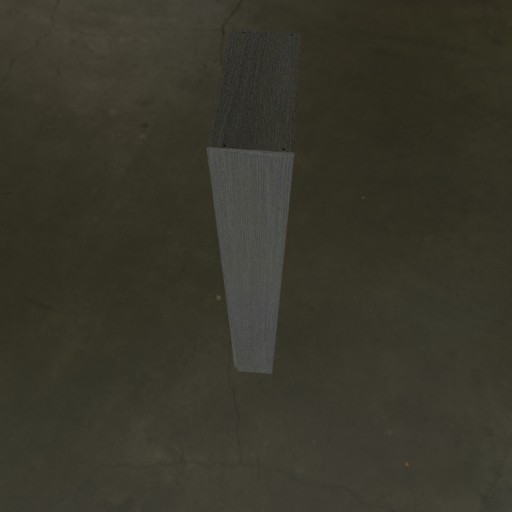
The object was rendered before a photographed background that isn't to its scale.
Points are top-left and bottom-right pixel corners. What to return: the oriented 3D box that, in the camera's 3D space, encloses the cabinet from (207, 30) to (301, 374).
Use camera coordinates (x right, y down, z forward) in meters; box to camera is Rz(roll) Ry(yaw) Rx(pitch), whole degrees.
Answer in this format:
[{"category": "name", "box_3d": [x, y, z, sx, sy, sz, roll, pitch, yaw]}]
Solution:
[{"category": "cabinet", "box_3d": [0.000, 0.000, 1.978, 0.230, 1.790, 0.500, 4, 58, 3]}]
